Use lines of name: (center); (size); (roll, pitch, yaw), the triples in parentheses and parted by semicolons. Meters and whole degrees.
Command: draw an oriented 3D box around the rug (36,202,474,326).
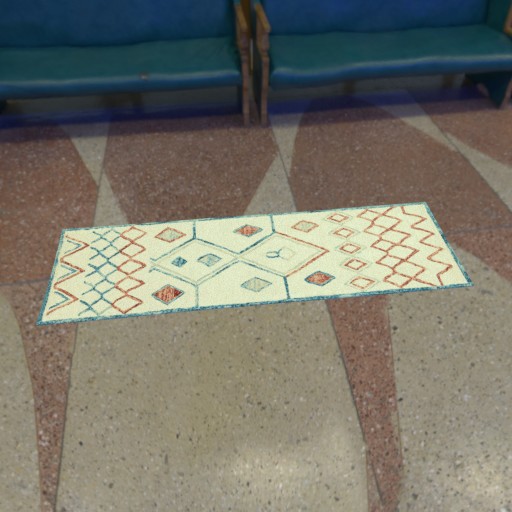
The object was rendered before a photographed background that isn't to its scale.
rug: (0.000, 0.000, 2.704); (2.435, 0.011, 0.750); (-5, 47, -4)
